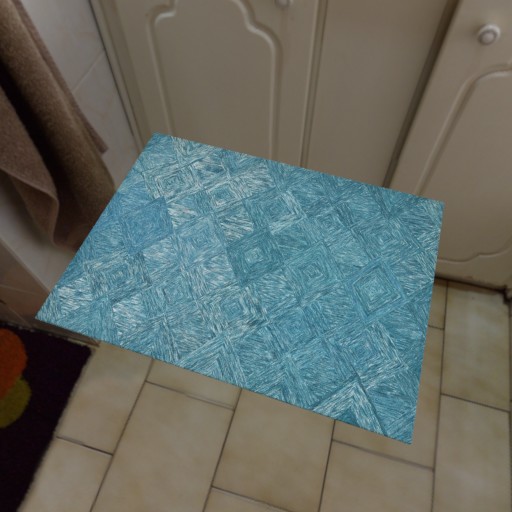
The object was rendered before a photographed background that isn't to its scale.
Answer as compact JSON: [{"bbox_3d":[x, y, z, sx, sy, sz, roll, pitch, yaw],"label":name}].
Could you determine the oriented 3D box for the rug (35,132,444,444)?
[{"bbox_3d":[0.000,0.000,4.154,3.217,0.027,2.405,16,59,10],"label":"rug"}]
